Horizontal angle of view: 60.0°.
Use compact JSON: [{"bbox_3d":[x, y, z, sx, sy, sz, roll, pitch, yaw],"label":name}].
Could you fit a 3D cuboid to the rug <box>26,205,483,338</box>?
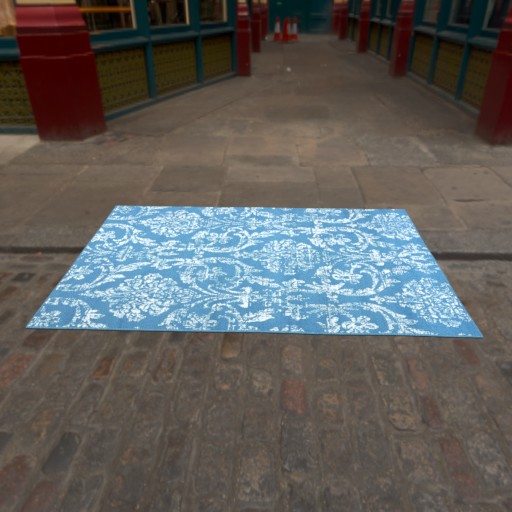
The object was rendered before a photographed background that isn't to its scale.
[{"bbox_3d":[0.000,0.000,2.291,1.833,0.012,1.211,1,30,2],"label":"rug"}]
